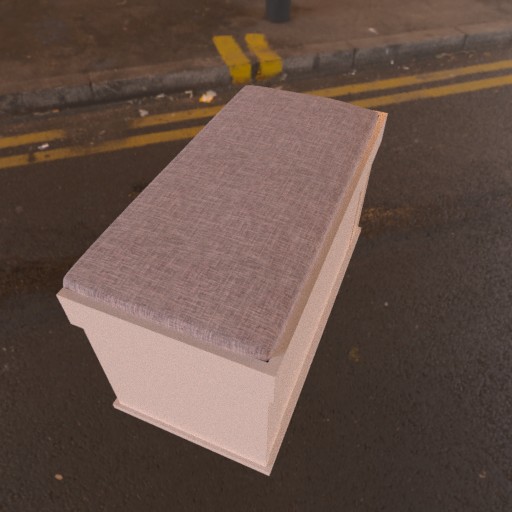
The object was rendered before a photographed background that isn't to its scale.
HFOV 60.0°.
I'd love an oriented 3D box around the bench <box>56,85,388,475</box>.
[{"bbox_3d":[0.000,0.000,0.996,0.362,0.461,0.734,17,49,15],"label":"bench"}]
